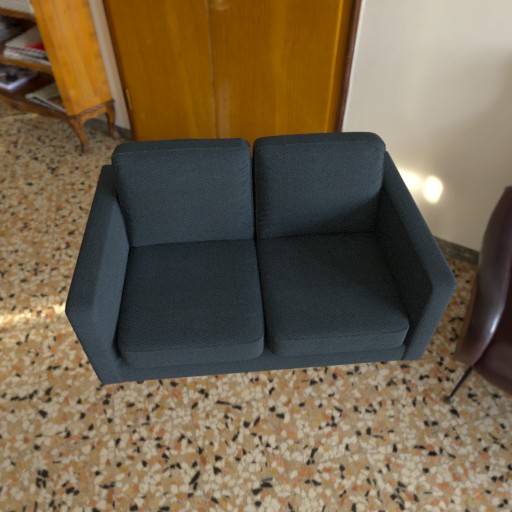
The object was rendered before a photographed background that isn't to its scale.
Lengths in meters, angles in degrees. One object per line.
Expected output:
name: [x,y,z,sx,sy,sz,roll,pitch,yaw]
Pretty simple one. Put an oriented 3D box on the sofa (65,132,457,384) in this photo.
sofa: [0.000,0.000,2.175,1.518,0.930,0.999,-4,46,-4]
